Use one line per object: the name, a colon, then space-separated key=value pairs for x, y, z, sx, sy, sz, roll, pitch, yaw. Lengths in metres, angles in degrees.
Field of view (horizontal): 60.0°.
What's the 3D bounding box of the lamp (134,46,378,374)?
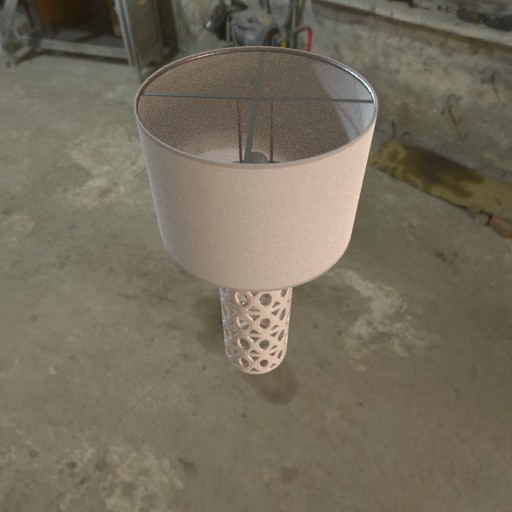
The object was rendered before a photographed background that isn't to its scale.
lamp: x=0.000 y=0.000 z=0.830 sx=0.325 sy=0.636 sz=0.324 roll=3 pitch=47 yaw=3
